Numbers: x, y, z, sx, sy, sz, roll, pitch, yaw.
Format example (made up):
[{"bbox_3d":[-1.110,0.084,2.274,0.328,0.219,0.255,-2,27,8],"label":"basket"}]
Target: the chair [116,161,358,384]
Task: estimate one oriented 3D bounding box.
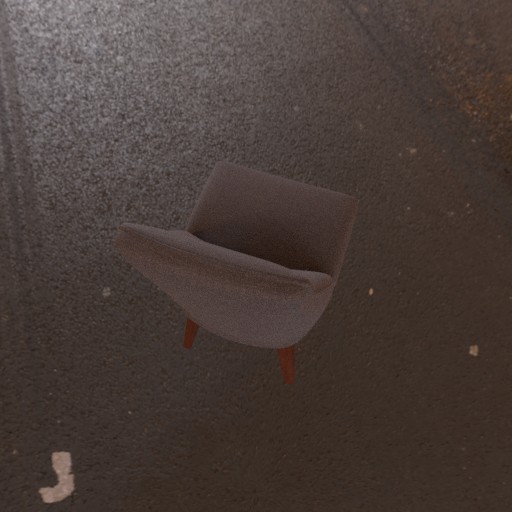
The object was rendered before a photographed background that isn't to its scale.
[{"bbox_3d":[0.000,0.000,1.309,0.500,0.930,0.620,17,63,9],"label":"chair"}]
